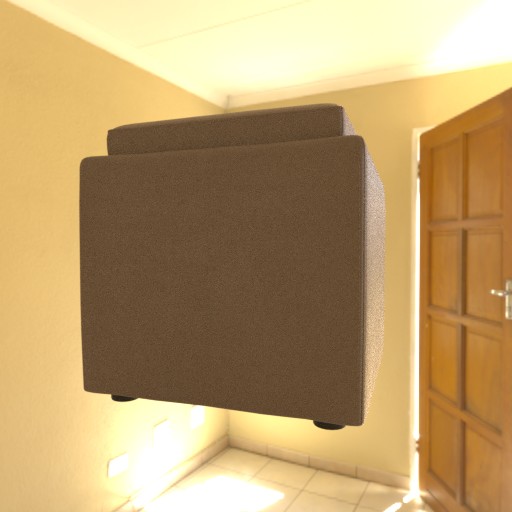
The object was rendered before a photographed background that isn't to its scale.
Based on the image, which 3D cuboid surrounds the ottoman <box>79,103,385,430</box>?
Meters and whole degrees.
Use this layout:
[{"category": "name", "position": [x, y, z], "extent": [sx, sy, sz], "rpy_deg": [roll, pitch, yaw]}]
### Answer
[{"category": "ottoman", "position": [0.000, 0.000, 0.829], "extent": [0.450, 0.460, 0.451], "rpy_deg": [0, 1, 19]}]
